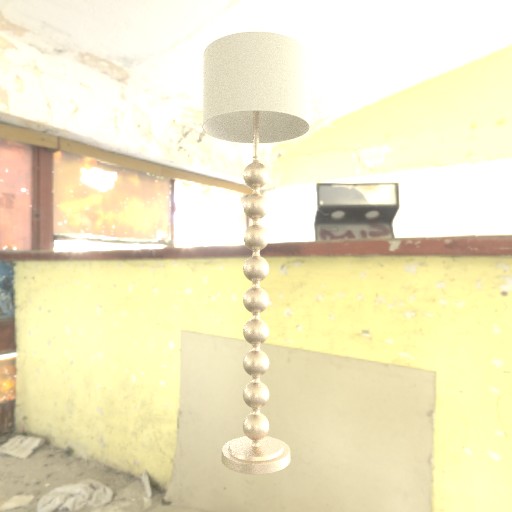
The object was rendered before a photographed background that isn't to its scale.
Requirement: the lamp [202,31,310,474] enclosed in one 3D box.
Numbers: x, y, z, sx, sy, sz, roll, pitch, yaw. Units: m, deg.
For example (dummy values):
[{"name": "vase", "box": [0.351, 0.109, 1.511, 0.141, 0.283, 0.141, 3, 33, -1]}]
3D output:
[{"name": "lamp", "box": [0.000, 0.000, 1.630, 0.394, 1.474, 0.394, 1, -1, -36]}]
